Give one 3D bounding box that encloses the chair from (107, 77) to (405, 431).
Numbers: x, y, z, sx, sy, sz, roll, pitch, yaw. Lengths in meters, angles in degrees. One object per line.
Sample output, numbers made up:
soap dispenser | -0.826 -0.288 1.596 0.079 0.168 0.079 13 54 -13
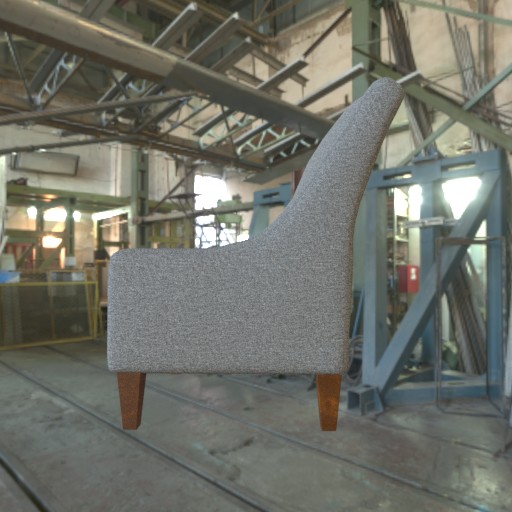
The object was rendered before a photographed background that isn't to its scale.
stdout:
chair | 0.000 0.000 1.628 0.870 1.016 0.774 0 -1 1
